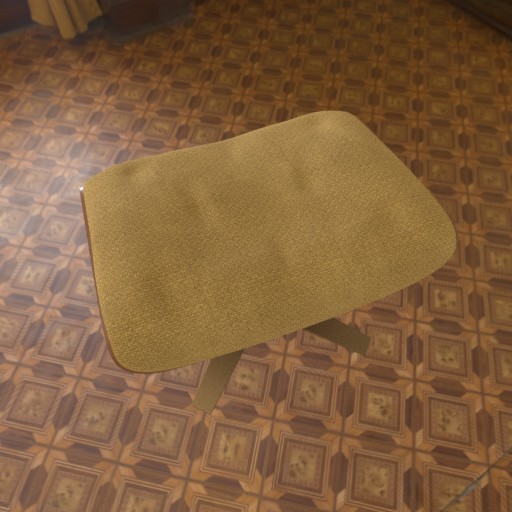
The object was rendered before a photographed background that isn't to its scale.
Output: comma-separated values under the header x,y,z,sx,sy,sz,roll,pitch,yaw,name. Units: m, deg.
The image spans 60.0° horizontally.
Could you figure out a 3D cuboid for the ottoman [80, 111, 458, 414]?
x,y,z,sx,sy,sz,roll,pitch,yaw,name
0.000,0.000,0.825,0.520,0.391,0.394,-18,60,-11,ottoman
